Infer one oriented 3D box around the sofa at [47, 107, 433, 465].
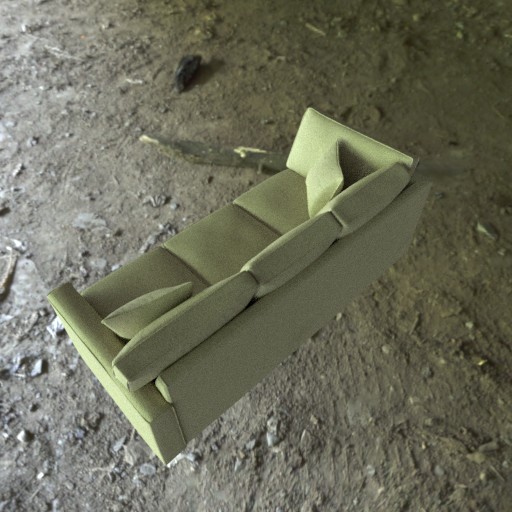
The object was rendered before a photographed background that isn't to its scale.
[{"bbox_3d":[0.000,0.000,2.880,2.323,0.948,1.053,-35,56,-28],"label":"sofa"}]
